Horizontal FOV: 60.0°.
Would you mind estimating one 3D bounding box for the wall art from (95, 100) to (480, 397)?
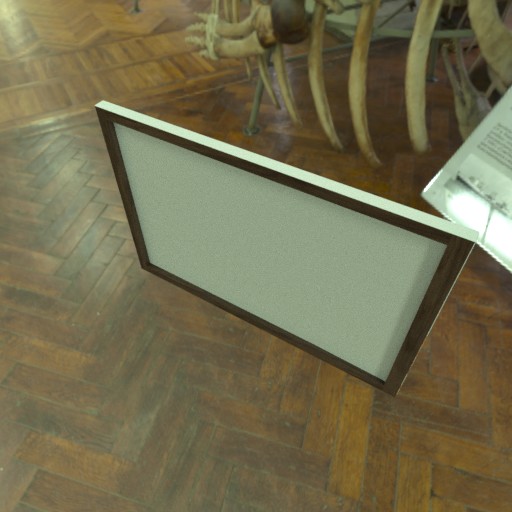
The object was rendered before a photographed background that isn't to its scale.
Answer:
[{"bbox_3d":[0.000,0.000,1.938,1.520,1.016,0.051,24,52,21],"label":"wall art"}]
